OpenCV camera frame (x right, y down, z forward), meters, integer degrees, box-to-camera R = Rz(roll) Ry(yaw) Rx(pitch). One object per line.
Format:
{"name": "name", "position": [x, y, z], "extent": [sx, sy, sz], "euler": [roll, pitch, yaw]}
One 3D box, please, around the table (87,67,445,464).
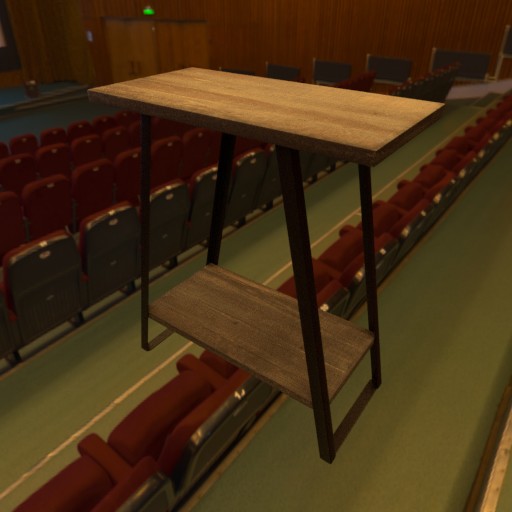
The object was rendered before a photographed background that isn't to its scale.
{"name": "table", "position": [0.000, 0.000, 1.007], "extent": [0.599, 0.701, 0.300], "euler": [21, 38, 30]}
